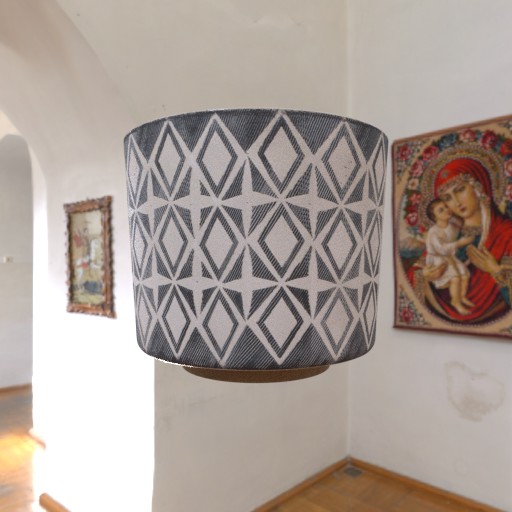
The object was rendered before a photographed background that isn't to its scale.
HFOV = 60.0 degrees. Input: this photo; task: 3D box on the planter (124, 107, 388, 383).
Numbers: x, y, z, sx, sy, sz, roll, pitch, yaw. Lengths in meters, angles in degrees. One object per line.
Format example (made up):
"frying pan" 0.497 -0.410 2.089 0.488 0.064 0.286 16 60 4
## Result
"planter" 0.000 0.000 0.455 0.260 0.220 0.260 0 0 0
